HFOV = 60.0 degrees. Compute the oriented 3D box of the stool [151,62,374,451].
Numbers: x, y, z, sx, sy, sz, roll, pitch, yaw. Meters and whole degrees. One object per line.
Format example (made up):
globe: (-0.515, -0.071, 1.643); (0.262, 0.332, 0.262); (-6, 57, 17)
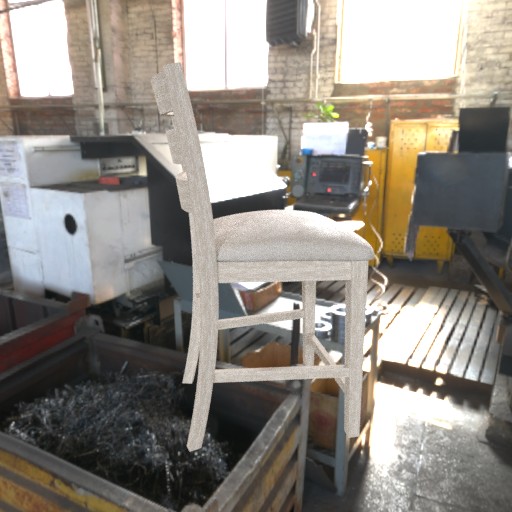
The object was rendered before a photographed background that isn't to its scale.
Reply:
stool: (0.000, 0.000, 1.363); (0.569, 1.032, 0.484); (-3, 16, -11)
